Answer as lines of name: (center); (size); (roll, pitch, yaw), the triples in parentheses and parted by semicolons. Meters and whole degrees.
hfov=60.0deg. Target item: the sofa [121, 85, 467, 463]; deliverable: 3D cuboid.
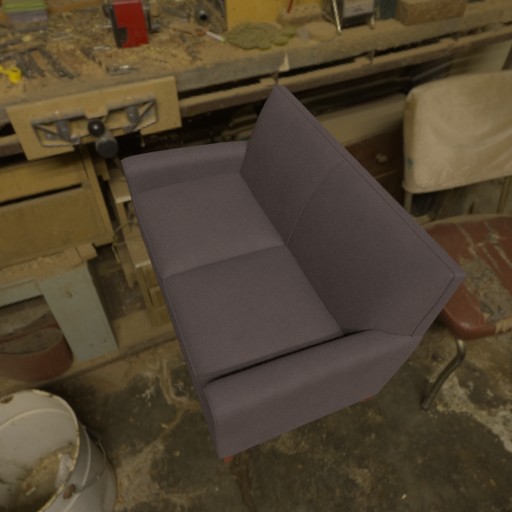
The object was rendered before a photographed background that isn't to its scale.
sofa: (0.000, 0.000, 1.984); (0.871, 0.846, 1.420); (-17, 50, -15)
